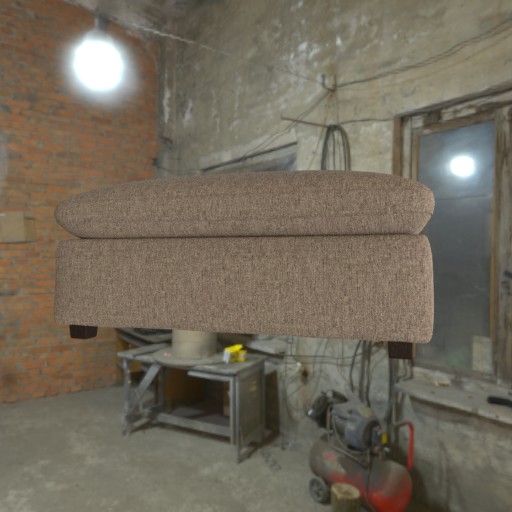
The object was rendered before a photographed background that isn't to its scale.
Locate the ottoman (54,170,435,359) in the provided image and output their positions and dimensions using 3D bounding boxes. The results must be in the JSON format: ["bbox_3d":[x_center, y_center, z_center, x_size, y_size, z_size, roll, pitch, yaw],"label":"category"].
[{"bbox_3d":[0.000,0.000,1.359,0.977,0.451,0.694,0,0,17],"label":"ottoman"}]
